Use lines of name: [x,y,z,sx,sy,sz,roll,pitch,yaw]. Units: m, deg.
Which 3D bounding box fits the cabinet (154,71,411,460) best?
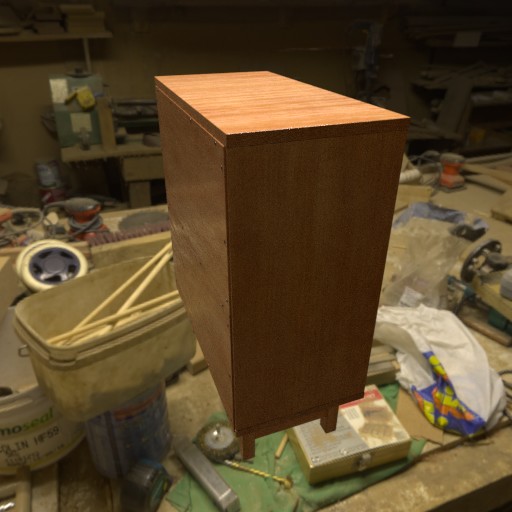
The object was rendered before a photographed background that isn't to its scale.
cabinet: [0.000,0.000,1.426,0.419,1.001,0.800,-10,31,-18]
